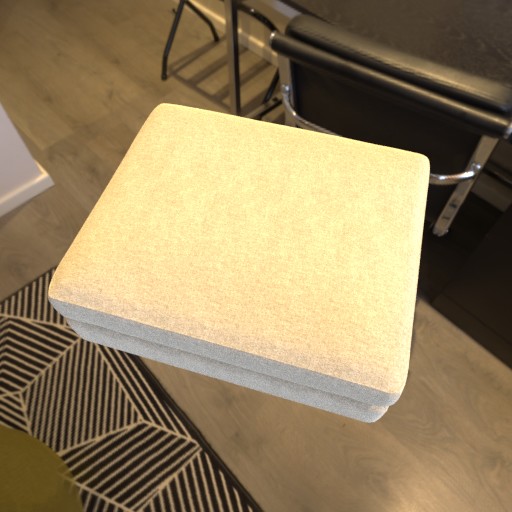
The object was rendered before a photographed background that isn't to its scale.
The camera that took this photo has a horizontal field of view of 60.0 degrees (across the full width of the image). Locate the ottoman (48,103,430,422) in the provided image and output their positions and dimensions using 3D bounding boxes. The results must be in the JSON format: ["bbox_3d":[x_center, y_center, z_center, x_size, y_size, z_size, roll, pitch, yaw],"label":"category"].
[{"bbox_3d":[0.000,0.000,1.257,0.821,0.474,0.693,14,59,8],"label":"ottoman"}]
